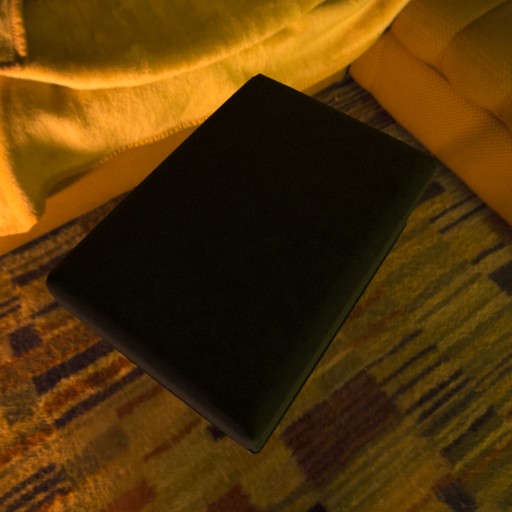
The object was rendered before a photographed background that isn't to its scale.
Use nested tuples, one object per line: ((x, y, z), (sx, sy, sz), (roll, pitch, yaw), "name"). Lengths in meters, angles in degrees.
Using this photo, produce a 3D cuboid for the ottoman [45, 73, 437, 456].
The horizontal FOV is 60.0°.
((0.000, 0.000, 1.222), (0.587, 0.498, 0.835), (32, 67, 16), "ottoman")
